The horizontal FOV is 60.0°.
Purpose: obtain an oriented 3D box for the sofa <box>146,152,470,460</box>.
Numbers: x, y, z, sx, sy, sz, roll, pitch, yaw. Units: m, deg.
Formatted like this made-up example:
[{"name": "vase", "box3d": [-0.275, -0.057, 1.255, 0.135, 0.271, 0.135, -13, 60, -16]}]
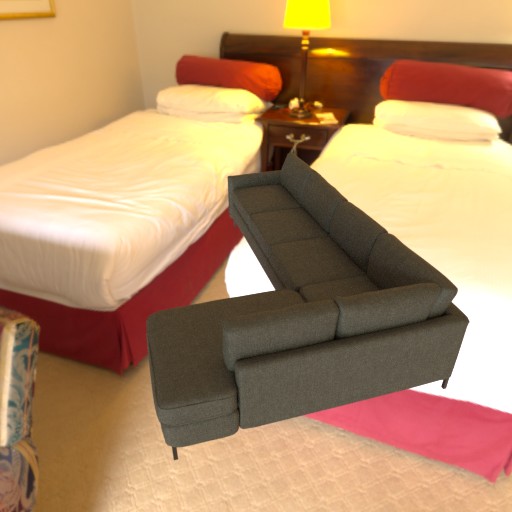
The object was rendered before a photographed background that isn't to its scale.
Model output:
[{"name": "sofa", "box3d": [0.000, 0.000, 3.816, 1.984, 0.858, 2.972, -9, 32, -14]}]
